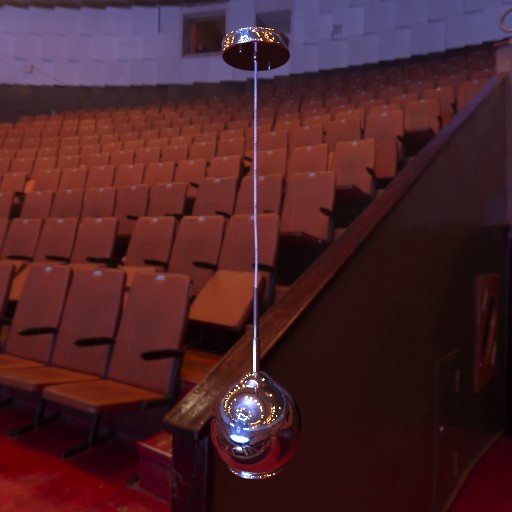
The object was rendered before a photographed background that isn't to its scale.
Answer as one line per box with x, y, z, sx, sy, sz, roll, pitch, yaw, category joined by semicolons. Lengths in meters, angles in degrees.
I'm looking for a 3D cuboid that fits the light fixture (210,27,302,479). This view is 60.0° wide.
0.000;0.000;1.619;0.336;1.538;0.336;0;1;36;light fixture
